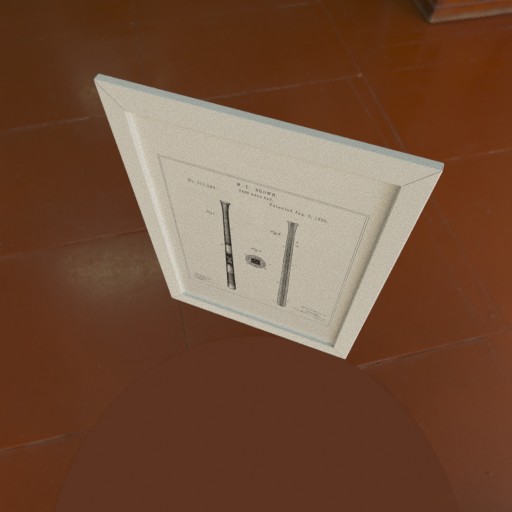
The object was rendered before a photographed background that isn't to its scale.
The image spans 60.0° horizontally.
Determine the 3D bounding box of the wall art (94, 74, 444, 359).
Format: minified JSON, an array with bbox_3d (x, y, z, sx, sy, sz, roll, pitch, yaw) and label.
[{"bbox_3d":[0.000,0.000,0.673,0.374,0.529,0.012,18,60,11],"label":"wall art"}]
